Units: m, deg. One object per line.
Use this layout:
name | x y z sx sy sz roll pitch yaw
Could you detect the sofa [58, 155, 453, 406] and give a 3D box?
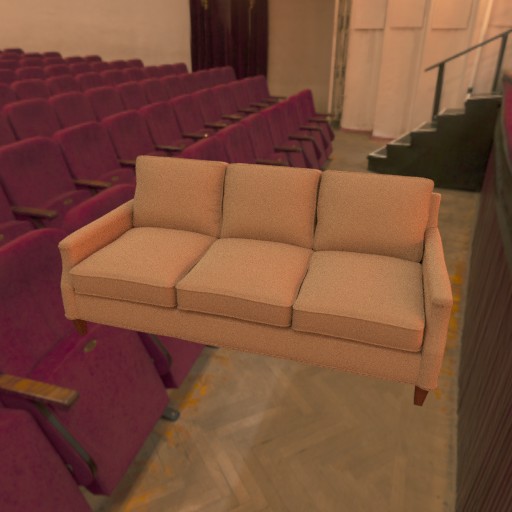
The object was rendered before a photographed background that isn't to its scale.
sofa | 0.000 0.000 2.833 2.246 1.003 1.084 8 27 15
